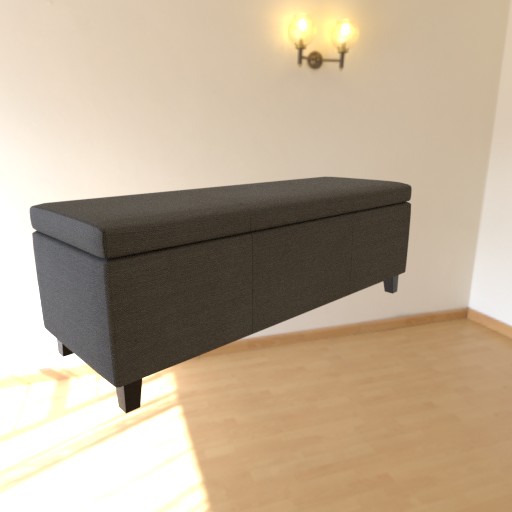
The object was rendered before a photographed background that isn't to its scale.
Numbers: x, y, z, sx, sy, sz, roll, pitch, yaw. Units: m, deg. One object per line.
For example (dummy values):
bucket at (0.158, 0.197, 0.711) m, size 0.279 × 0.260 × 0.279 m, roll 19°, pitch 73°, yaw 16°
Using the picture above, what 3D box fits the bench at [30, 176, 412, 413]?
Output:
bench at (0.000, 0.000, 1.477) m, size 1.269 × 0.438 × 0.446 m, roll -14°, pitch 20°, yaw -42°
